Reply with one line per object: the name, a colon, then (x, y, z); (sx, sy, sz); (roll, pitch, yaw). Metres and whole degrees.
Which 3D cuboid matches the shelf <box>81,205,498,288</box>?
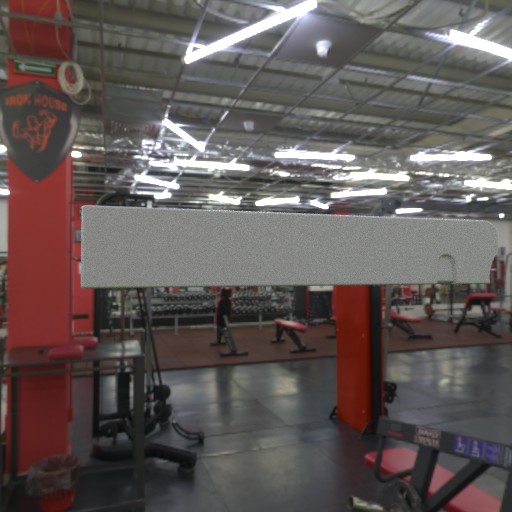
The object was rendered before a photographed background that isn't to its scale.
shelf: (0.000, 0.000, 0.456); (0.310, 0.050, 0.310); (0, -2, -17)
